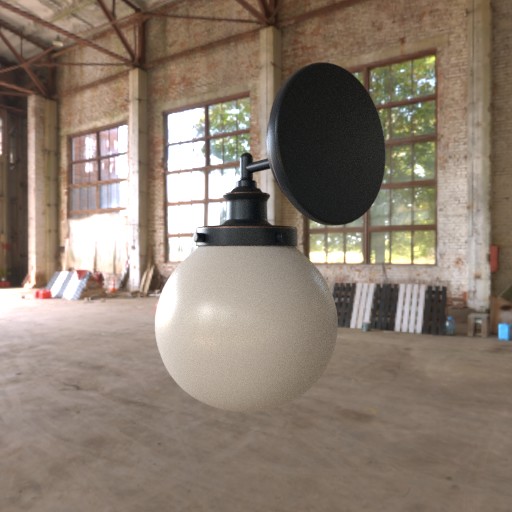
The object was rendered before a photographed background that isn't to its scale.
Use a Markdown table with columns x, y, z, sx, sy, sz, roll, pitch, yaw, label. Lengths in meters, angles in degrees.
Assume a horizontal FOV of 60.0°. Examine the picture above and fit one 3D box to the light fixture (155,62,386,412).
| x | y | z | sx | sy | sz | roll | pitch | yaw | label |
| --- | --- | --- | --- | --- | --- | --- | --- | --- | --- |
| 0.000 | 0.000 | 0.474 | 0.197 | 0.332 | 0.230 | 0 | 1 | -38 | light fixture |
